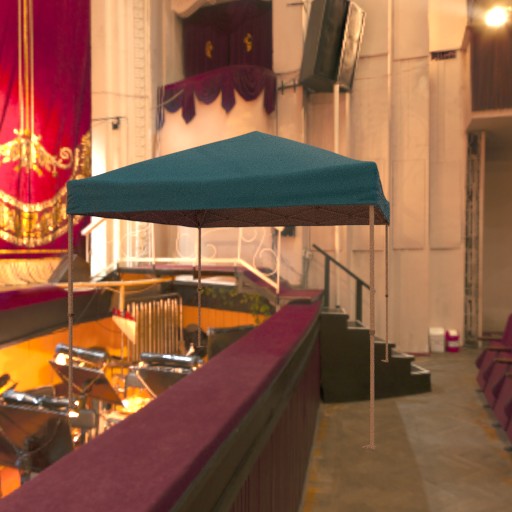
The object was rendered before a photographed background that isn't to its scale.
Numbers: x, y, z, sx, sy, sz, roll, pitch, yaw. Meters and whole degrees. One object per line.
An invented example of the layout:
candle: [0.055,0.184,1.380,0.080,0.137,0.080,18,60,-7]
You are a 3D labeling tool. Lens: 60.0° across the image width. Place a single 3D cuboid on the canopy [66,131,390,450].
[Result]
canopy: [0.000,0.000,5.329,2.996,2.997,2.998,0,1,19]
